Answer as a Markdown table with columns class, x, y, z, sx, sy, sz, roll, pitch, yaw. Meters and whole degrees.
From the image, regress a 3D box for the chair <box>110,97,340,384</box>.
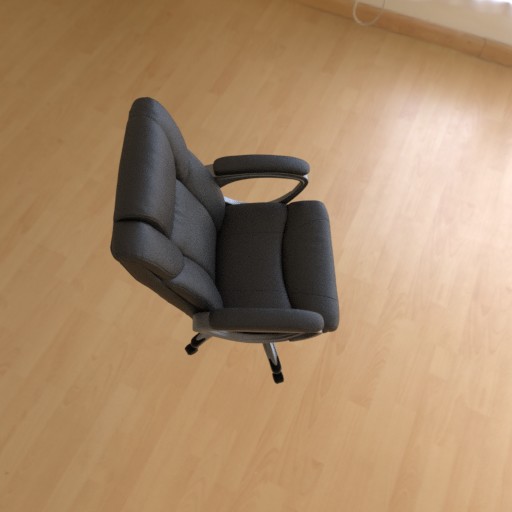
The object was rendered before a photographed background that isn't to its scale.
| class | x | y | z | sx | sy | sz | roll | pitch | yaw |
| --- | --- | --- | --- | --- | --- | --- | --- | --- | --- |
| chair | 0.000 | 0.000 | 1.619 | 0.719 | 1.130 | 0.721 | 0 | 64 | 0 |
